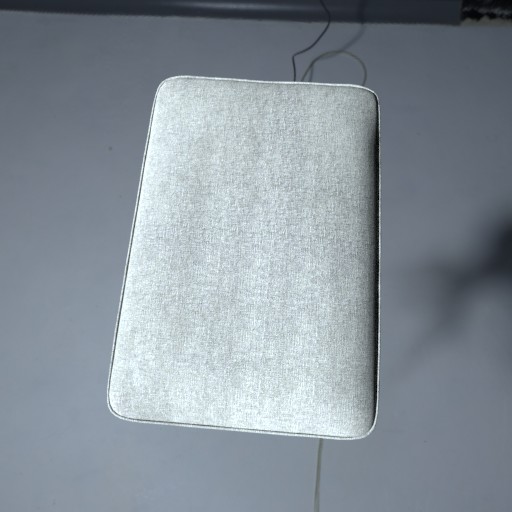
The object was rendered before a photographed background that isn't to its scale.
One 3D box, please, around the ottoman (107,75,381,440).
[{"bbox_3d":[0.000,0.000,1.139,0.561,0.457,0.813,4,76,1],"label":"ottoman"}]
